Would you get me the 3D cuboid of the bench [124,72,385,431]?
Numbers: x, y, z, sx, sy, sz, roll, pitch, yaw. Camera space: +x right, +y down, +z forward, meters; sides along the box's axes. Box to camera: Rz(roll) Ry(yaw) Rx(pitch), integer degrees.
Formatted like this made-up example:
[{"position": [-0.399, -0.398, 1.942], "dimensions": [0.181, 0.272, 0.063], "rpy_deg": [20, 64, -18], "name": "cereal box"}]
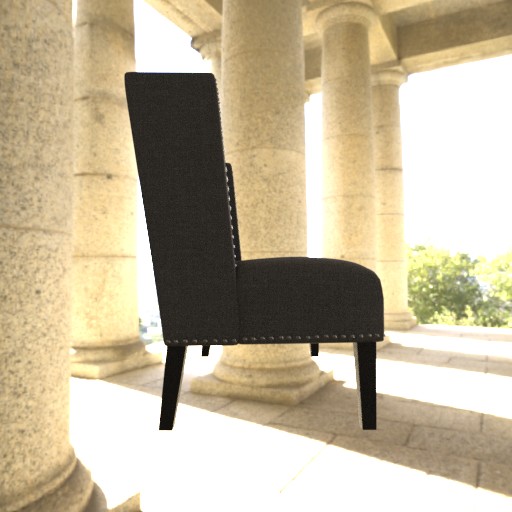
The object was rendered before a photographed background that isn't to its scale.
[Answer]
[{"position": [0.000, 0.000, 1.998], "dimensions": [0.842, 1.121, 1.276], "rpy_deg": [0, -2, -1], "name": "bench"}]
